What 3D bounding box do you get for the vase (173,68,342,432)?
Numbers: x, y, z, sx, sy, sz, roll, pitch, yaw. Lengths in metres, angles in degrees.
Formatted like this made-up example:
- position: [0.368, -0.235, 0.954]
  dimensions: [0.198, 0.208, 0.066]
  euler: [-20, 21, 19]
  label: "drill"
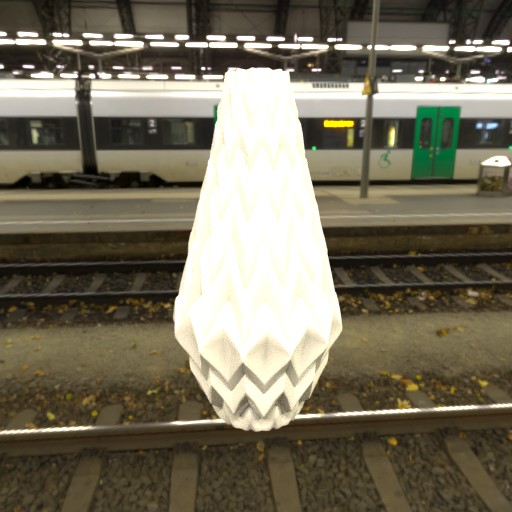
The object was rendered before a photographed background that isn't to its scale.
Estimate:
- position: [0.000, 0.000, 0.424]
  dimensions: [0.167, 0.328, 0.167]
  euler: [0, 15, 0]
  label: "vase"
